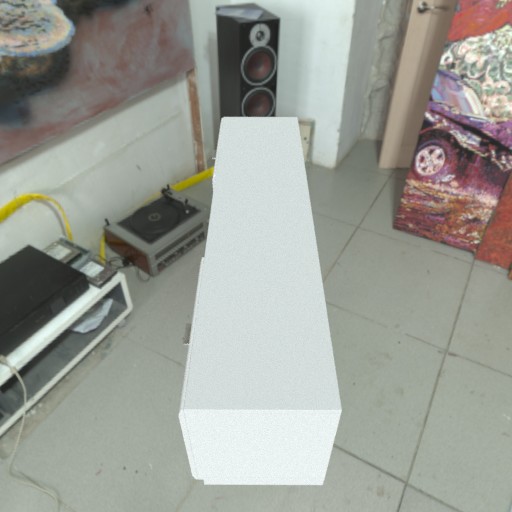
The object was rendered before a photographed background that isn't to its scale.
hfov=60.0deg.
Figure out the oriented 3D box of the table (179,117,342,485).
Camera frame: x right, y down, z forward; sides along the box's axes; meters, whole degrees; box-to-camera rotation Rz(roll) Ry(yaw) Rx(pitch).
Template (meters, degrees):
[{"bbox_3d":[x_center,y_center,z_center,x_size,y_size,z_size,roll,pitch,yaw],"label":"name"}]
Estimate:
[{"bbox_3d":[0.000,0.000,1.740,0.400,0.440,1.550,0,42,0],"label":"table"}]
